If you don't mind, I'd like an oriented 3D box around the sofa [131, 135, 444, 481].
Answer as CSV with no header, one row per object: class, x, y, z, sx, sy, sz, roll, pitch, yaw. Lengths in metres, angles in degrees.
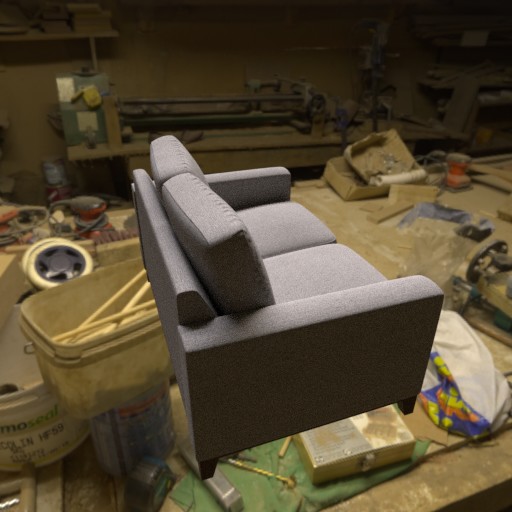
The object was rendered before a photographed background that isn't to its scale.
sofa,0.000,0.000,2.004,0.917,0.873,1.420,-10,31,-17
